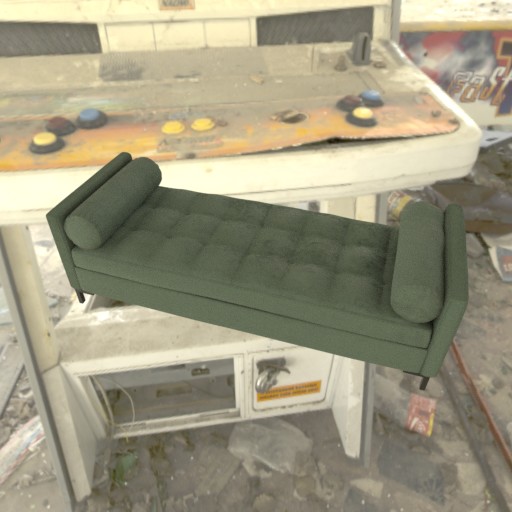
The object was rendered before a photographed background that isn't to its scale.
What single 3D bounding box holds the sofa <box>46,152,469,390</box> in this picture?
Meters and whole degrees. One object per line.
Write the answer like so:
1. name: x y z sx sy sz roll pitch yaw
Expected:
1. sofa: 0.000 0.000 2.556 2.130 0.681 0.817 12 41 14
